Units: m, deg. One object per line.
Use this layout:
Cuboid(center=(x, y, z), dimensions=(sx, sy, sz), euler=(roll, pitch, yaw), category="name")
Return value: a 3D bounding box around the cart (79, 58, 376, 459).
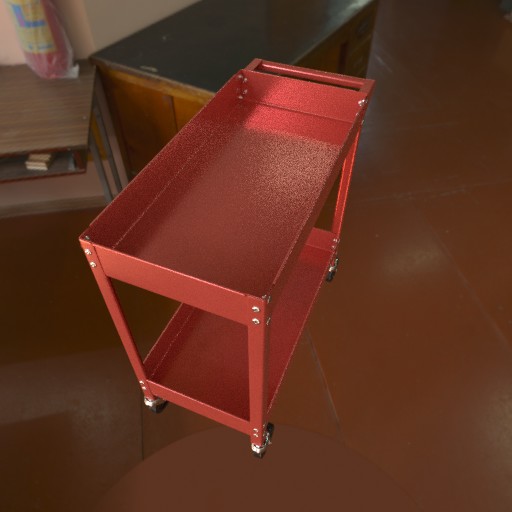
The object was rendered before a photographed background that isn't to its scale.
Cuboid(center=(0.000, 0.000, 1.192), dimensions=(0.366, 0.719, 0.779), euler=(17, 50, 15), category="cart")
